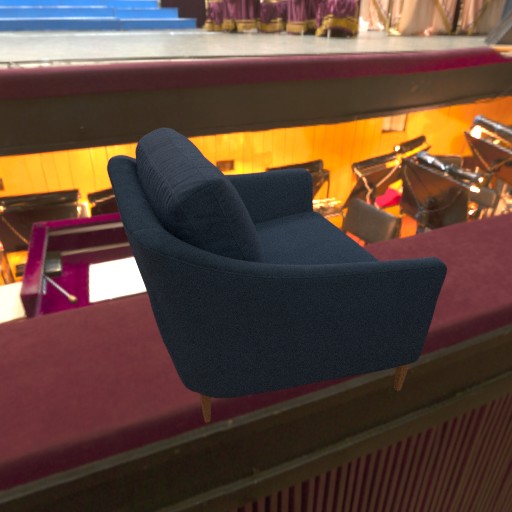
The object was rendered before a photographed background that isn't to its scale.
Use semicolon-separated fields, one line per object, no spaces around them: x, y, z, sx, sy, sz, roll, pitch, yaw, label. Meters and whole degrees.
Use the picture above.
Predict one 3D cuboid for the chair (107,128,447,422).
0.000;0.000;1.708;0.961;0.899;0.987;-11;32;-18;chair
